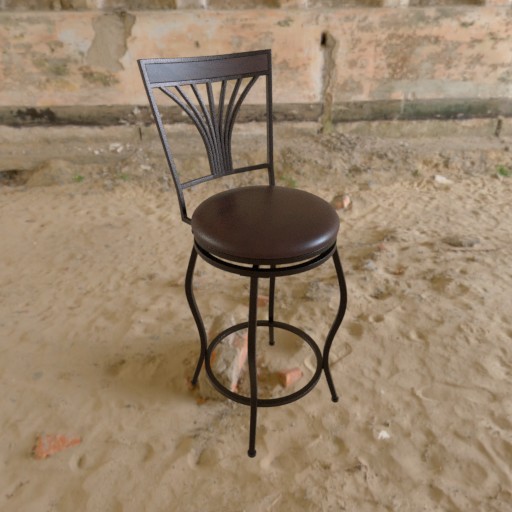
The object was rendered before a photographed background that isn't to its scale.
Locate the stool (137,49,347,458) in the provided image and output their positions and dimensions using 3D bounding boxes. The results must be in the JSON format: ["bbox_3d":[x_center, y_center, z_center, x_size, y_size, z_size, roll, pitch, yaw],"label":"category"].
[{"bbox_3d":[0.000,0.000,1.381,0.433,1.117,0.514,-20,36,-31],"label":"stool"}]
